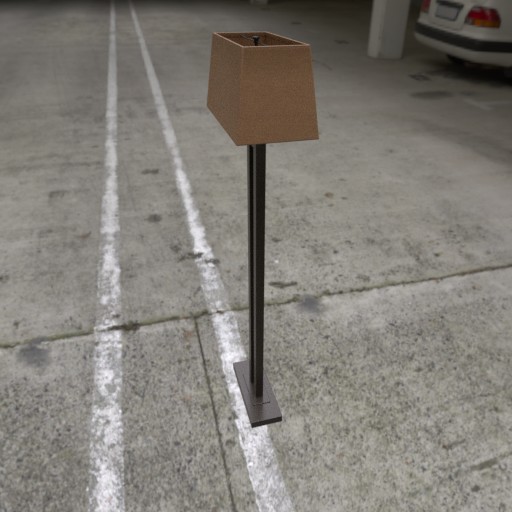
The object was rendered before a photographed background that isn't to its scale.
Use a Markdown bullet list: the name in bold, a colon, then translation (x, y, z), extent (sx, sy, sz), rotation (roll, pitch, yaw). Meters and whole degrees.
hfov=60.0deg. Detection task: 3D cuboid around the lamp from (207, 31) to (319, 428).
- **lamp**: translation (0.000, 0.000, 1.649), extent (0.233, 1.469, 0.475), rotation (-8, 32, -13)
